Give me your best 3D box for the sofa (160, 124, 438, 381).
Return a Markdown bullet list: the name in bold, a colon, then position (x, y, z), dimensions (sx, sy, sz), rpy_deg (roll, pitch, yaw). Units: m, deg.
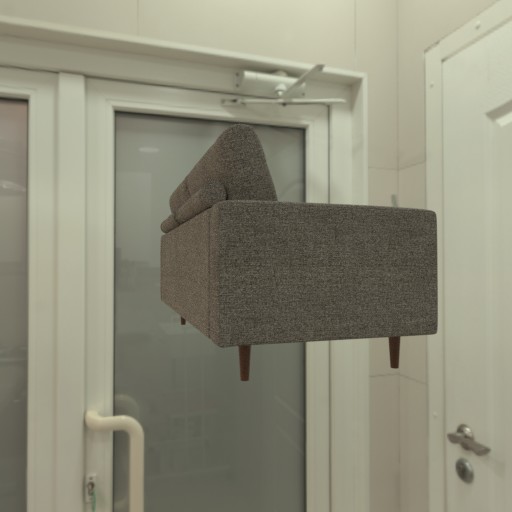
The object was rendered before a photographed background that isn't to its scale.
- **sofa**: position (0.000, 0.000, 2.362), dimensions (0.863, 0.902, 1.821), rpy_deg (0, -1, -18)
